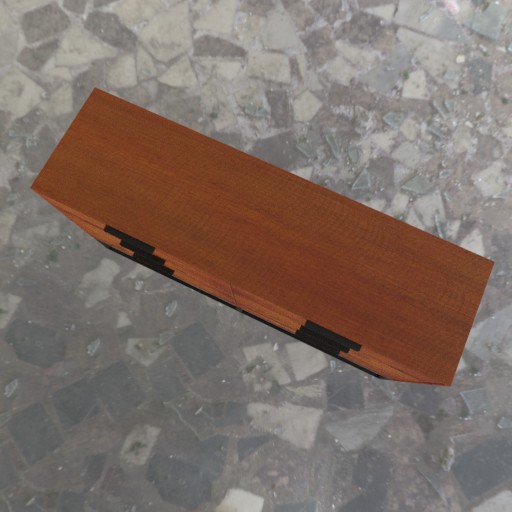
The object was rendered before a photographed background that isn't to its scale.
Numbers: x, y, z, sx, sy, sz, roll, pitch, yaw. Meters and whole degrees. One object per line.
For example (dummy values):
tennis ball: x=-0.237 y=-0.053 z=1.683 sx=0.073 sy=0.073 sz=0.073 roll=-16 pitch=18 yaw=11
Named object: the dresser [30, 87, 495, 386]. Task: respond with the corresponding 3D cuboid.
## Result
dresser: x=0.000 y=0.000 z=1.891 sx=1.536 sy=0.810 sz=0.464 roll=25 pitch=77 yaw=6
